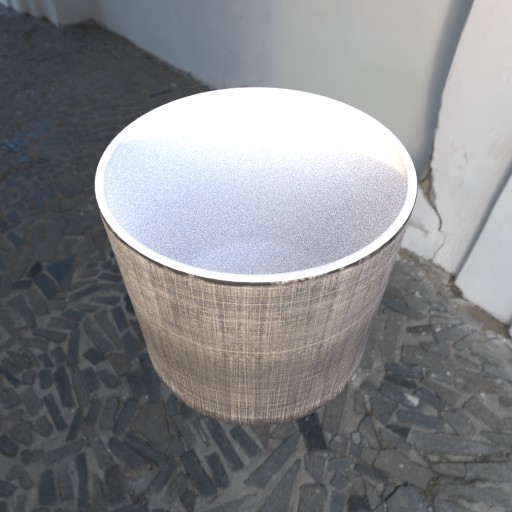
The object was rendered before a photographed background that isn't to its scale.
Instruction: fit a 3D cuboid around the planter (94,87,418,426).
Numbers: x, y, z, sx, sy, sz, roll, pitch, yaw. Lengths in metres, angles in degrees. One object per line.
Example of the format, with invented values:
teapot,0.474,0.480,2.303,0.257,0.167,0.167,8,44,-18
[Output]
planter,0.000,0.000,0.308,0.178,0.157,0.178,0,47,0
